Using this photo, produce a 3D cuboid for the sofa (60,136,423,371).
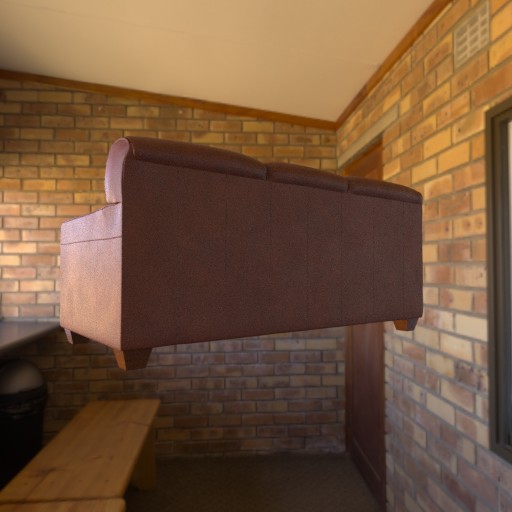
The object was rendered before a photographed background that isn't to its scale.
[{"bbox_3d":[0.000,0.000,2.660,2.039,0.953,1.008,1,-2,-37],"label":"sofa"}]
